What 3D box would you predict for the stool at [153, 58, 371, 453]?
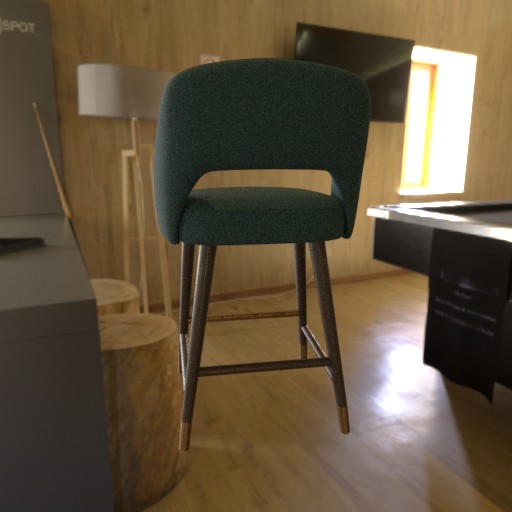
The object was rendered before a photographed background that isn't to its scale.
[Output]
[{"bbox_3d":[0.000,0.000,1.242,0.536,0.939,0.522,-2,13,-10],"label":"stool"}]
